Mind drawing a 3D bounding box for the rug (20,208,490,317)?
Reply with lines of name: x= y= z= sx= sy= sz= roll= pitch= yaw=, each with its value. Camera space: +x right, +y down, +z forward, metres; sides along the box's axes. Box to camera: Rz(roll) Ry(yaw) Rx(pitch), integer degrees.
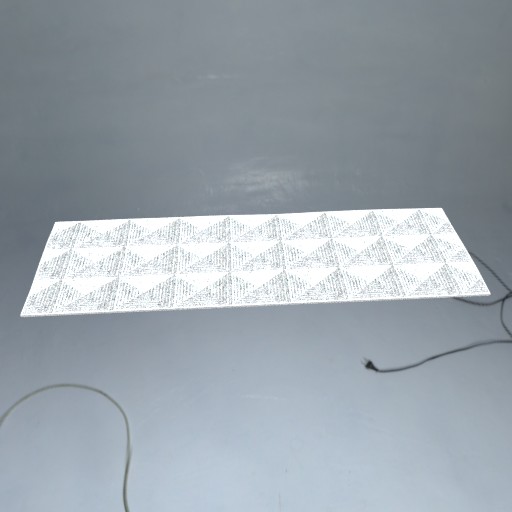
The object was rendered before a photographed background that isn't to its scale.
rug: x=0.000 y=0.000 z=2.266 sx=2.182 sy=0.015 sz=0.645 roll=-2 pitch=46 yaw=-2
